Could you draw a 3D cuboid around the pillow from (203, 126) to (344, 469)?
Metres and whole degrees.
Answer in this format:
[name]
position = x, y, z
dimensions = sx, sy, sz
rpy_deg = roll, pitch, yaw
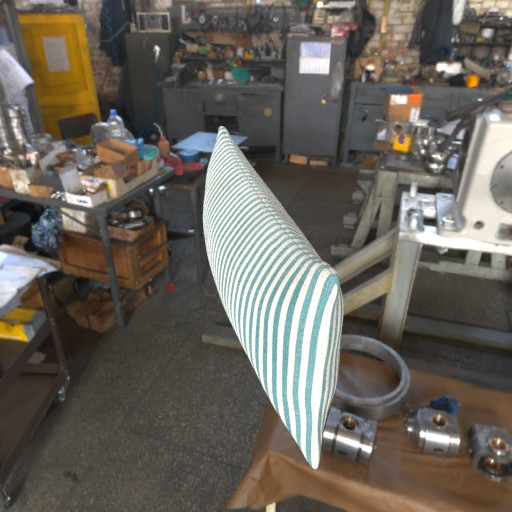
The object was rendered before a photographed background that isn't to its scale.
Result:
[pillow]
position = 0.000, 0.000, 0.747
dimensions = 0.151, 0.295, 0.617
rpy_deg = -7, 31, -12
